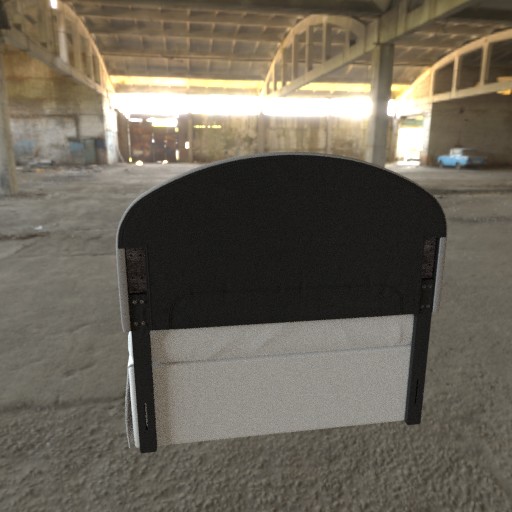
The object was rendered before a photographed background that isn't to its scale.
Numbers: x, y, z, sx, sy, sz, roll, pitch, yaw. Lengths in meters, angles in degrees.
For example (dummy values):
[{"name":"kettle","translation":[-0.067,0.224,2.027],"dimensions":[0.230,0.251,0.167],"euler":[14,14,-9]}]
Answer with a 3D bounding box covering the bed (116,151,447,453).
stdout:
[{"name":"bed","translation":[0.000,0.000,3.017],"dimensions":[1.607,1.410,2.005],"euler":[-2,14,-9]}]
